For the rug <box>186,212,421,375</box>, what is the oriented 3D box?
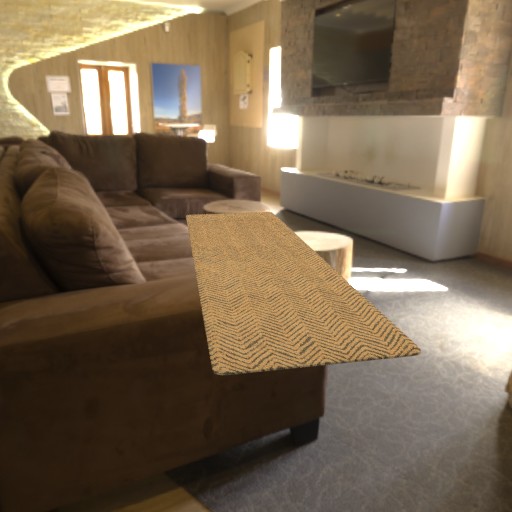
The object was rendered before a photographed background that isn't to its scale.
[{"bbox_3d":[0.000,0.000,2.448,0.686,0.008,2.286,-3,18,-10],"label":"rug"}]
